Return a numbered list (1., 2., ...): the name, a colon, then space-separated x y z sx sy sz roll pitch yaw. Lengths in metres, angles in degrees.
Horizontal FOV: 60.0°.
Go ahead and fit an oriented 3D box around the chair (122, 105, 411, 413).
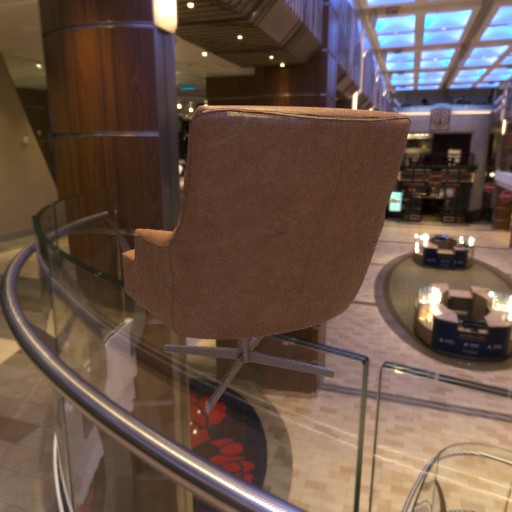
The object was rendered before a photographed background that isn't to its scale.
1. chair: 0.000 0.000 1.466 0.729 0.869 0.874 -7 15 -26
